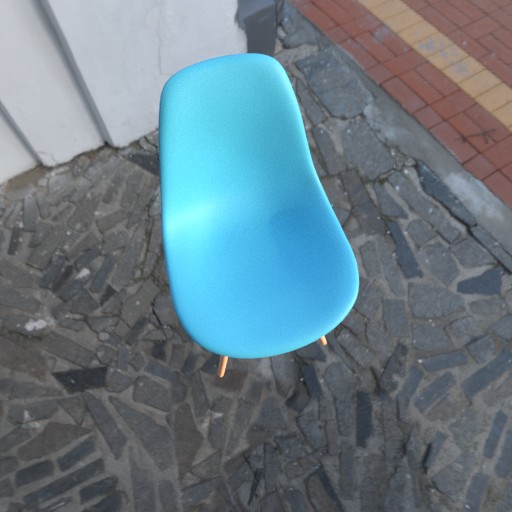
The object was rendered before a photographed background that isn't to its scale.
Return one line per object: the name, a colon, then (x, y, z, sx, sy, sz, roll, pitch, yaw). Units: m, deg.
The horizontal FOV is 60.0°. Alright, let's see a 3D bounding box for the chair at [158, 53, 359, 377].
chair: (0.000, 0.000, 1.168, 0.470, 0.826, 0.531, -16, 66, -7)
